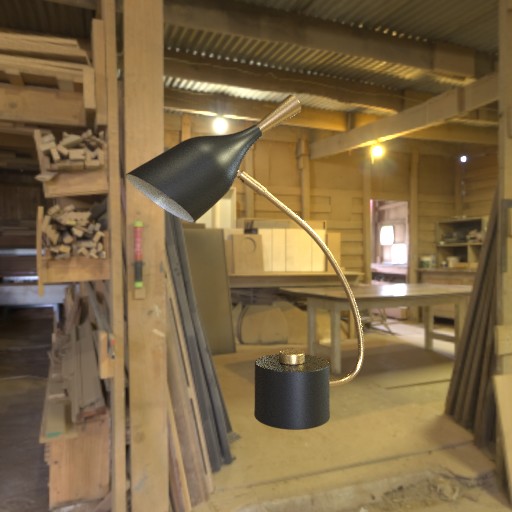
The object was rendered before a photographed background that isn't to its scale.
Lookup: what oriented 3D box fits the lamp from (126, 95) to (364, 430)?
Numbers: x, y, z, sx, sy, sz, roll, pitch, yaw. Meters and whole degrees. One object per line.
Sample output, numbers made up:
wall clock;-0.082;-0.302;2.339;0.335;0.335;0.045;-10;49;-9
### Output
lamp;0.000;0.000;0.626;0.352;0.464;0.110;0;1;-19
